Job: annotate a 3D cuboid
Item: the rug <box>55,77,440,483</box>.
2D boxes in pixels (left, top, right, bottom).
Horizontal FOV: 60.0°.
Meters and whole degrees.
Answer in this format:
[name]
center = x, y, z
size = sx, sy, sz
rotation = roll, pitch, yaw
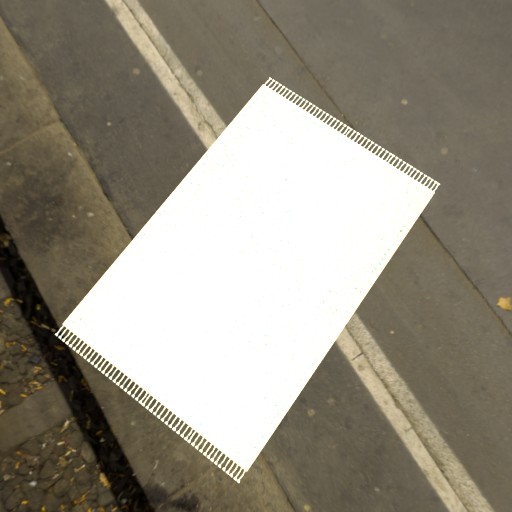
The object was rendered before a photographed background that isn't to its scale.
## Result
[rug]
center = 0.000, 0.000, 3.069
size = 1.524, 0.010, 2.438
rotation = 35, 78, 9
